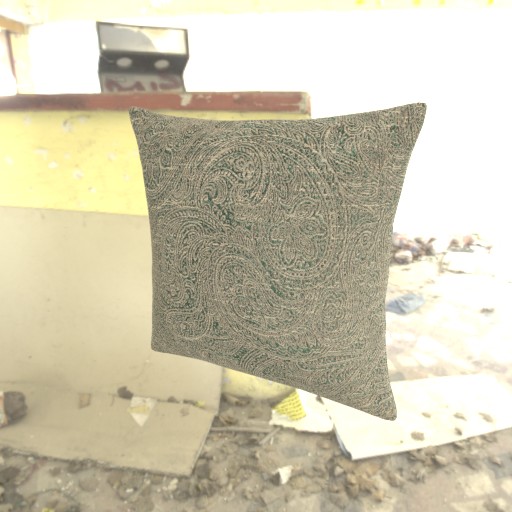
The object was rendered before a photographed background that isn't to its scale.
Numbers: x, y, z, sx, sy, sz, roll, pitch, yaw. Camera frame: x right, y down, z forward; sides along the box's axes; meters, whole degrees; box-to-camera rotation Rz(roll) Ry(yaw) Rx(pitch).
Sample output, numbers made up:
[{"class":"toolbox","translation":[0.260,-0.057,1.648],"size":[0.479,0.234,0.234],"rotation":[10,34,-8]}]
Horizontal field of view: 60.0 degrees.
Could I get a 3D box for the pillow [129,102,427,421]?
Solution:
[{"class":"pillow","translation":[0.000,0.000,0.782],"size":[0.526,0.507,0.166],"rotation":[9,19,27]}]
